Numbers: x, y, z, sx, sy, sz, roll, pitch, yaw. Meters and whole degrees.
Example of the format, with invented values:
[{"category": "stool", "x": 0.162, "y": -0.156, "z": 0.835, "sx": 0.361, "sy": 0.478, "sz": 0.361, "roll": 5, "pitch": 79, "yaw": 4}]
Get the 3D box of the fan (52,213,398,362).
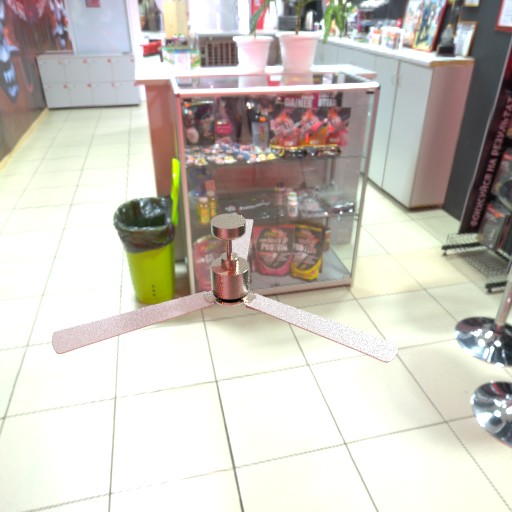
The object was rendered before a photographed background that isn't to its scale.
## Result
[{"category": "fan", "x": 0.000, "y": 0.000, "z": 2.316, "sx": 1.531, "sy": 0.446, "sz": 1.561, "roll": 10, "pitch": 32, "yaw": 17}]
